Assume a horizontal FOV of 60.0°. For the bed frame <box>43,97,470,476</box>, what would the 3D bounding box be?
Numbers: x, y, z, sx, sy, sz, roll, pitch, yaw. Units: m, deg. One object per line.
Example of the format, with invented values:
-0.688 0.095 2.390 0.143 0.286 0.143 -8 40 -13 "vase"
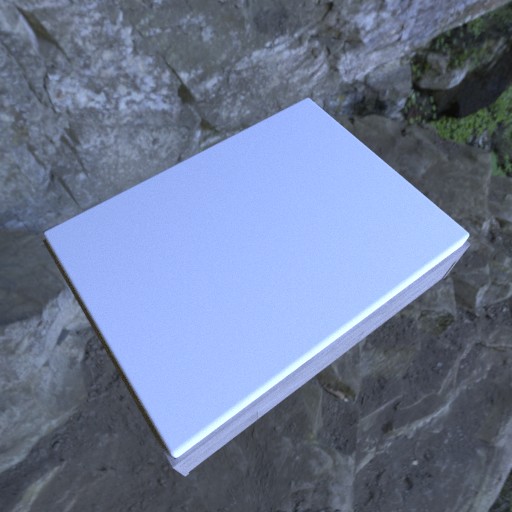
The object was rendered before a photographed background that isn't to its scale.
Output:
0.000 0.000 2.637 1.944 0.490 1.448 -32 64 -18 "bed frame"
